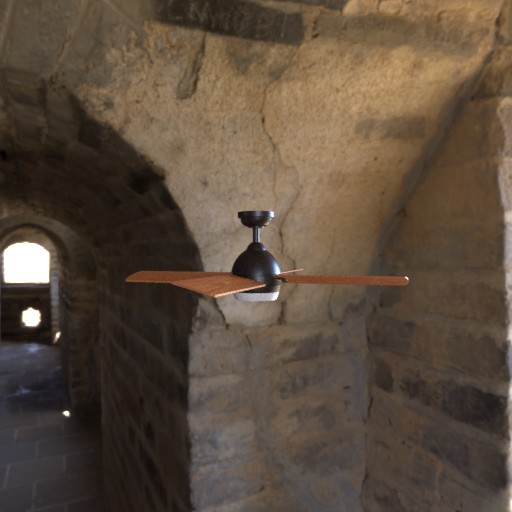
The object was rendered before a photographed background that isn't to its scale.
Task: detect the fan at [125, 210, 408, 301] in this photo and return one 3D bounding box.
[{"bbox_3d":[0.000,0.000,2.049,1.332,0.403,1.332,0,0,19],"label":"fan"}]
